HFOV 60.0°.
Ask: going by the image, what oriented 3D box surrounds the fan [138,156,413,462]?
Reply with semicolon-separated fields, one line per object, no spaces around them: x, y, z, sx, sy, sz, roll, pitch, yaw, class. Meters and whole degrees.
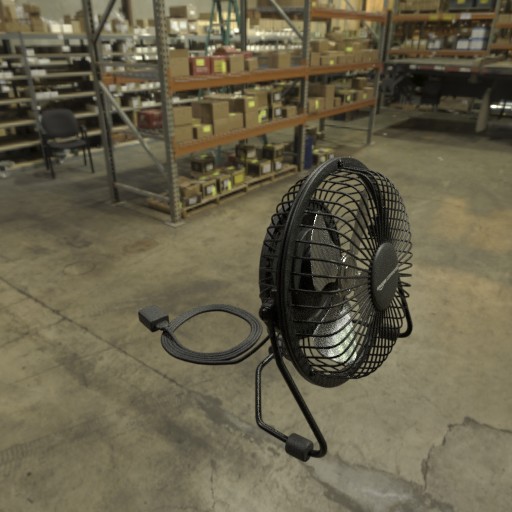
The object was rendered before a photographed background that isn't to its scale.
0.000;0.000;0.308;0.202;0.152;0.153;18;32;32;fan
